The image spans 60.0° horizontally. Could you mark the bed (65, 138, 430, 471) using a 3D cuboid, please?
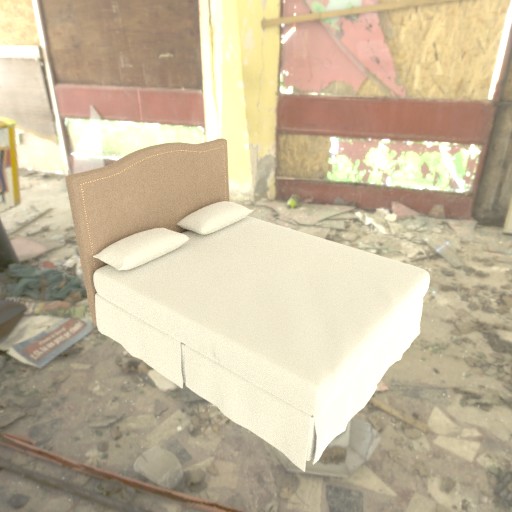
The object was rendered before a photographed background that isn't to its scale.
[{"bbox_3d":[0.000,0.000,3.505,2.282,1.436,1.821,20,33,34],"label":"bed"}]
